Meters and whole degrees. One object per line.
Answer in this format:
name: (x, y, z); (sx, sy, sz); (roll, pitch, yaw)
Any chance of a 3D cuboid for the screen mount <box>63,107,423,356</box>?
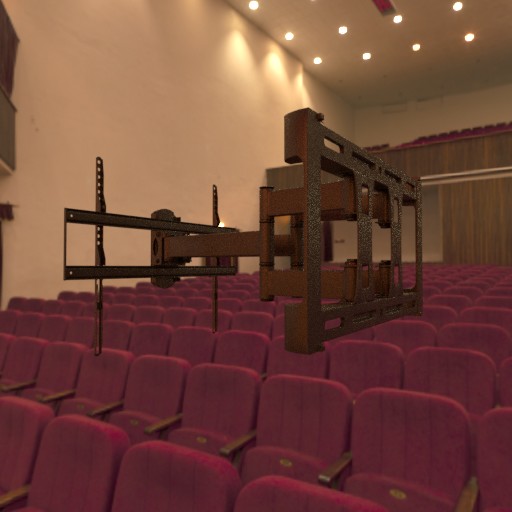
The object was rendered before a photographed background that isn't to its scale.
screen mount: (0.000, 0.000, 1.096); (0.644, 0.491, 0.661); (-1, -2, 34)
